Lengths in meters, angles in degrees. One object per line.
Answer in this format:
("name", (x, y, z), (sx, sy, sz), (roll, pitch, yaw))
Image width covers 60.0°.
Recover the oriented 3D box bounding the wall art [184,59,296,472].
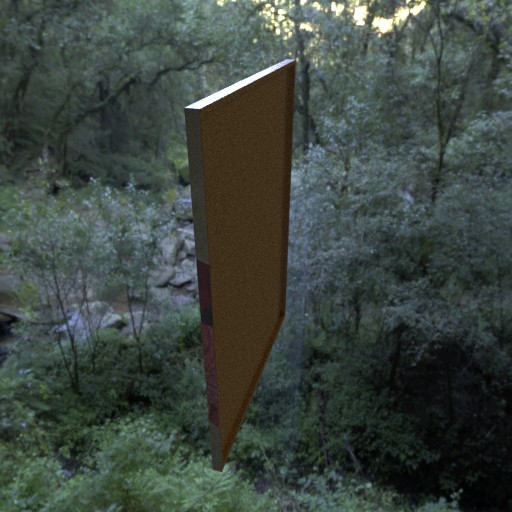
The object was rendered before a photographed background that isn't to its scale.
("wall art", (0.000, 0.000, 1.340), (0.031, 1.015, 0.762), (9, 31, 15))
